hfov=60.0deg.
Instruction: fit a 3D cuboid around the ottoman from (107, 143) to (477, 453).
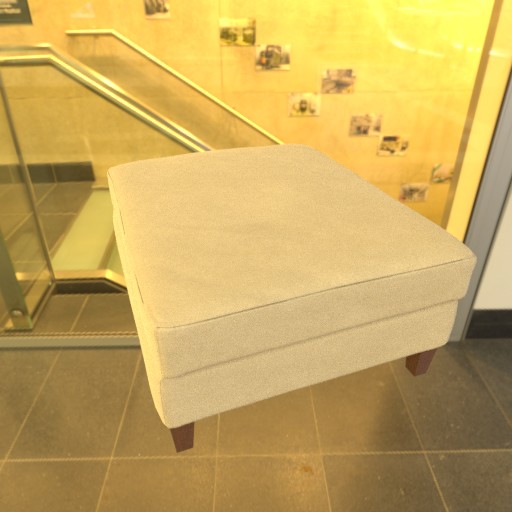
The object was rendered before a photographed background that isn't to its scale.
[{"bbox_3d":[0.000,0.000,1.462,0.836,0.492,1.002,-11,33,-18],"label":"ottoman"}]
